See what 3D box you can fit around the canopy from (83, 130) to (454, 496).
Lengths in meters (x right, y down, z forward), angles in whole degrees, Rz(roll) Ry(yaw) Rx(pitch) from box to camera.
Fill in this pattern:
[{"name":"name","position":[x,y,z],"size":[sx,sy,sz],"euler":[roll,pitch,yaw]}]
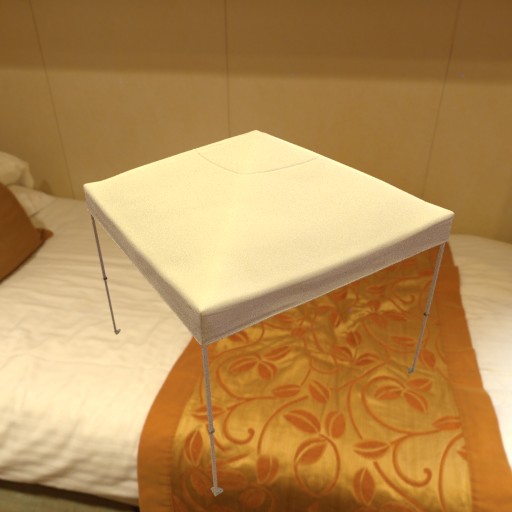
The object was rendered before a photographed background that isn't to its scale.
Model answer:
[{"name":"canopy","position":[0.000,0.000,5.314],"size":[2.998,2.997,2.996],"euler":[-19,35,-29]}]
